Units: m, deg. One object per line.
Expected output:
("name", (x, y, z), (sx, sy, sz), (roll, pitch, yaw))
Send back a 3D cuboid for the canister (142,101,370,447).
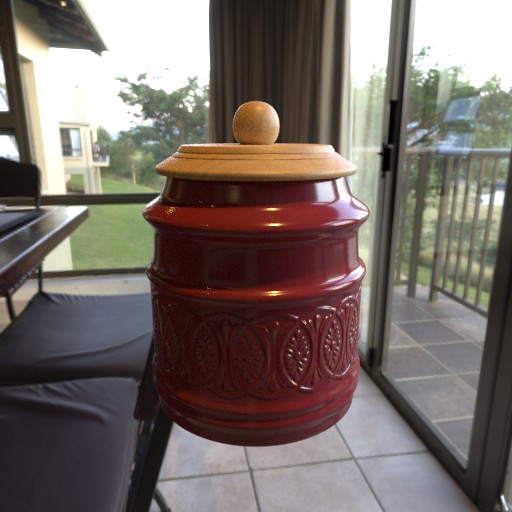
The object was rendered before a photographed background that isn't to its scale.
("canister", (0.000, 0.000, 0.267), (0.130, 0.176, 0.130), (0, 15, 0))
